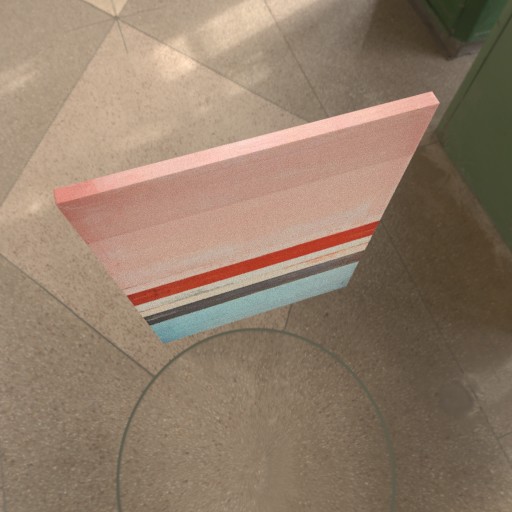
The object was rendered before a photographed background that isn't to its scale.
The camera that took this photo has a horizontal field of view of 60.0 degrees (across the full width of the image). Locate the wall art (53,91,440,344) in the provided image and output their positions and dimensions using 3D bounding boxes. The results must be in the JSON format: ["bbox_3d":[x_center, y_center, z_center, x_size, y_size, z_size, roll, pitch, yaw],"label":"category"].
[{"bbox_3d":[0.000,0.000,1.305,0.761,1.016,0.039,-17,66,-8],"label":"wall art"}]
